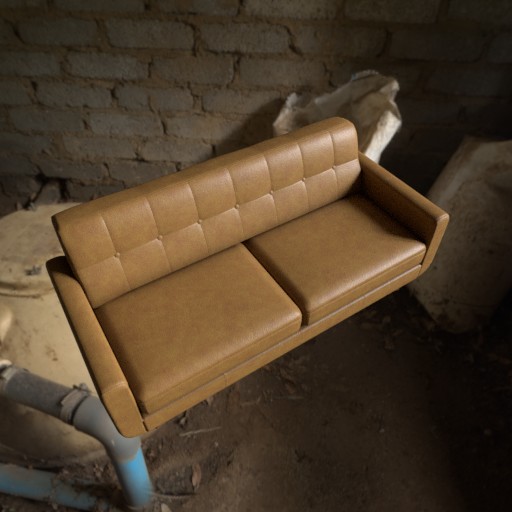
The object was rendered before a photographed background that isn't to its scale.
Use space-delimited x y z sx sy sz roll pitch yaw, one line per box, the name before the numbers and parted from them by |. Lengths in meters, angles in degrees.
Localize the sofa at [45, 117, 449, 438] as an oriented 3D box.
sofa | 0.000 0.000 2.616 2.137 0.892 0.980 -25 51 -22
